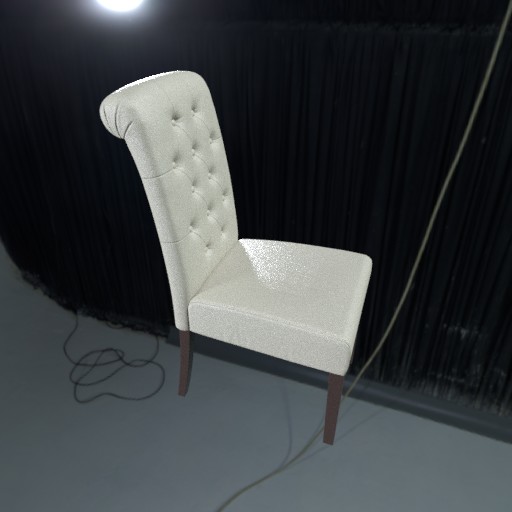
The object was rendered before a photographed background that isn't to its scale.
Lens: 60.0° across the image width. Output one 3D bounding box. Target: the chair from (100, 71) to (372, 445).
[{"bbox_3d":[0.000,0.000,1.358,0.671,1.006,0.456,10,32,17],"label":"chair"}]
